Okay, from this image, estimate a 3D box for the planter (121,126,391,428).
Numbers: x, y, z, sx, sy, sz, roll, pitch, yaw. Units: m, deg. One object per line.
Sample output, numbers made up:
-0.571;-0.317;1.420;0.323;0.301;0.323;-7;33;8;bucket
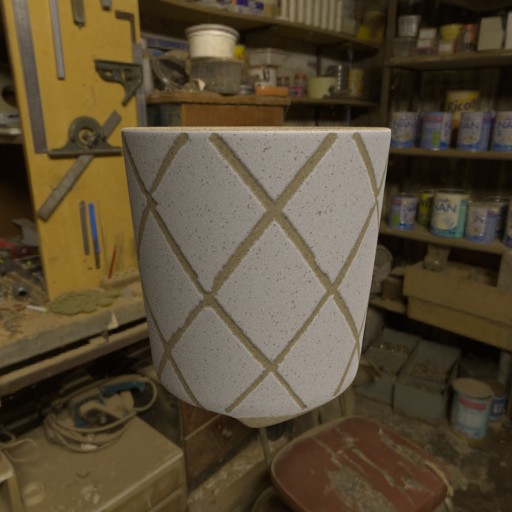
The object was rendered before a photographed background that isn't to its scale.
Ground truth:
0.000;0.000;0.422;0.228;0.235;0.228;0;17;0;planter
